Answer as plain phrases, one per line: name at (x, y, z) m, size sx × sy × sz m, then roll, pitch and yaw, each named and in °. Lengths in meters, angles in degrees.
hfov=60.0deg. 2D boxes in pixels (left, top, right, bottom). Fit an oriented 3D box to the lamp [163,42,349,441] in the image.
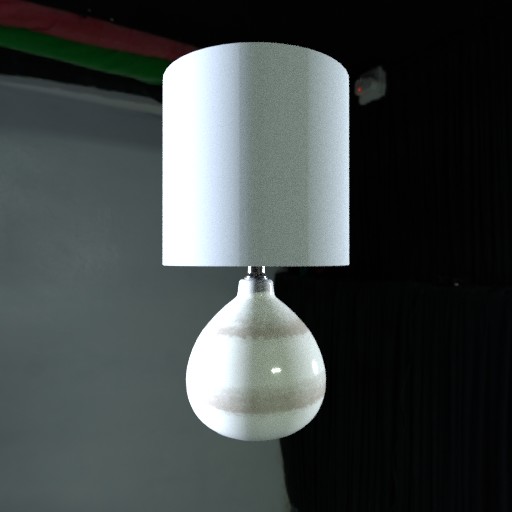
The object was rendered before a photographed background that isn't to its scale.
lamp at (0.000, 0.000, 0.526) m, size 0.217 × 0.404 × 0.217 m, roll 0°, pitch 0°, yaw -37°
